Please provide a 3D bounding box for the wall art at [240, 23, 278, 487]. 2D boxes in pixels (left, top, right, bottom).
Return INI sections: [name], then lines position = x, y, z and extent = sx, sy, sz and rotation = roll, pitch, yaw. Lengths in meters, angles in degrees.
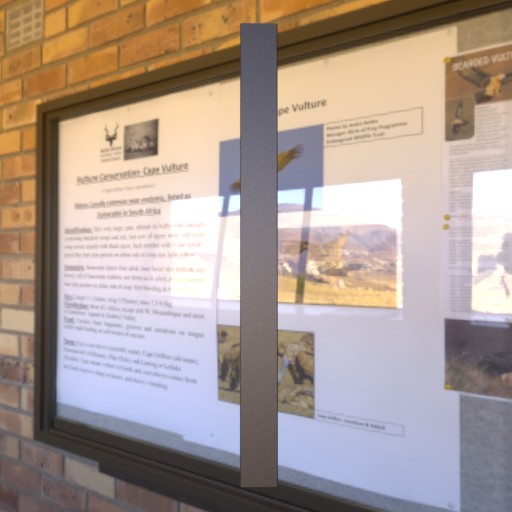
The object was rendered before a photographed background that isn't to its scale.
[wall art]
position = 0.000, 0.000, 0.500
extent = 0.030, 0.369, 0.294
rotation = 0, -1, -1
